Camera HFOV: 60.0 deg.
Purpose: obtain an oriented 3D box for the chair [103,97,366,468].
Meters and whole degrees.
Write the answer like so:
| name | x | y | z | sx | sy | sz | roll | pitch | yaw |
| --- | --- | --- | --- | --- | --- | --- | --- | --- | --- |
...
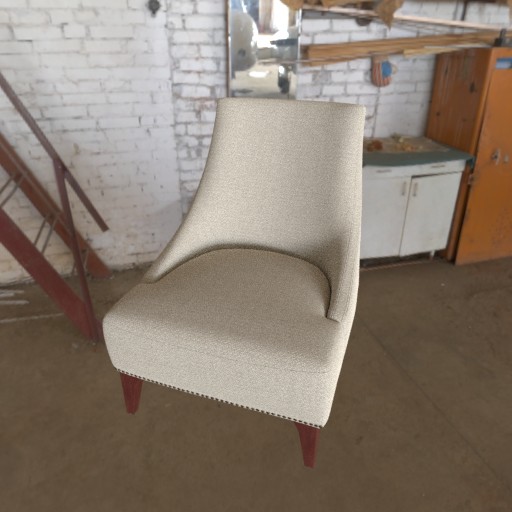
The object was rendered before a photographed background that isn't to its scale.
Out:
| name | x | y | z | sx | sy | sz | roll | pitch | yaw |
| --- | --- | --- | --- | --- | --- | --- | --- | --- | --- |
| chair | 0.000 | 0.000 | 1.502 | 0.701 | 0.909 | 0.861 | 9 | 29 | 17 |
